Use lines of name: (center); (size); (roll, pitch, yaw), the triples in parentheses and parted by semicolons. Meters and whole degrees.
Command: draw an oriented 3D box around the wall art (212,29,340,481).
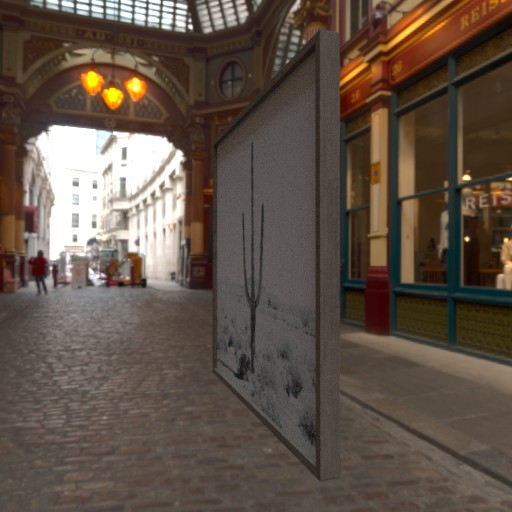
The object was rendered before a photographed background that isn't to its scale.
wall art: (0.000, 0.000, 1.112); (0.038, 0.762, 0.762); (0, 0, -19)
